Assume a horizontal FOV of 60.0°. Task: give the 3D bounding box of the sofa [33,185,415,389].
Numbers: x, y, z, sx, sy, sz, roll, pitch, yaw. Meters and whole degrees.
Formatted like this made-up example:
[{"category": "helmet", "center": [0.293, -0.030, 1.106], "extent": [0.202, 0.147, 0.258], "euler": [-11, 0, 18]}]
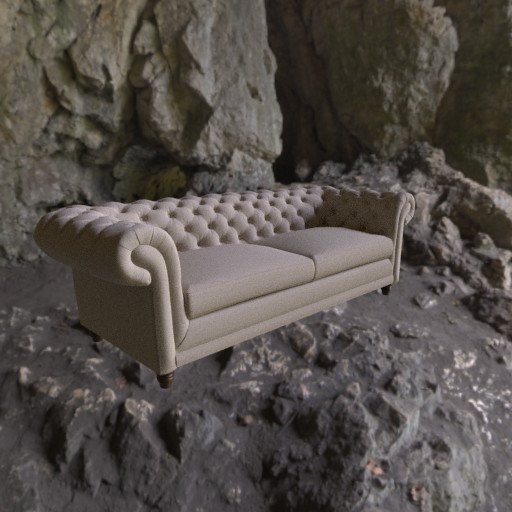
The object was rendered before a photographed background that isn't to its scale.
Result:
[{"category": "sofa", "center": [0.000, 0.000, 3.140], "extent": [2.694, 0.847, 1.076], "euler": [-12, 18, -43]}]
